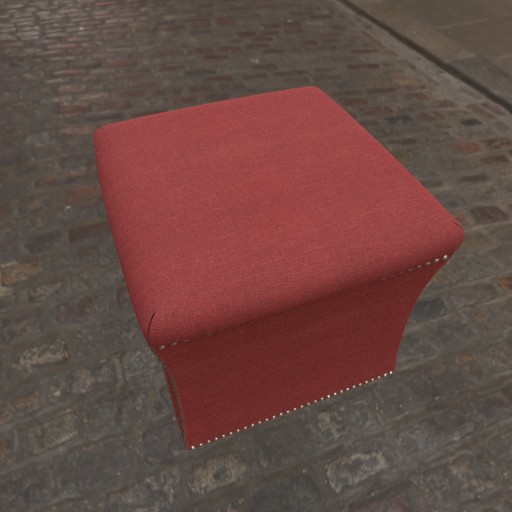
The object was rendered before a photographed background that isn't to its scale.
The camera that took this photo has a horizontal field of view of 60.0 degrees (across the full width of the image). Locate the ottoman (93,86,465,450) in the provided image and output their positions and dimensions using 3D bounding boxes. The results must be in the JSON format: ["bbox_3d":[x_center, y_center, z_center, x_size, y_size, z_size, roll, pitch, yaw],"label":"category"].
[{"bbox_3d":[0.000,0.000,0.887,0.497,0.475,0.507,-16,49,-14],"label":"ottoman"}]
